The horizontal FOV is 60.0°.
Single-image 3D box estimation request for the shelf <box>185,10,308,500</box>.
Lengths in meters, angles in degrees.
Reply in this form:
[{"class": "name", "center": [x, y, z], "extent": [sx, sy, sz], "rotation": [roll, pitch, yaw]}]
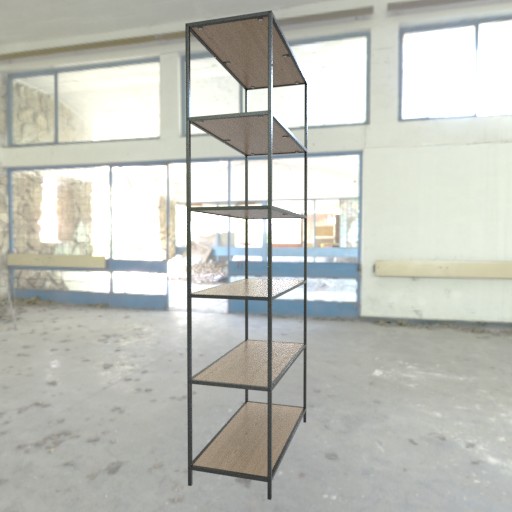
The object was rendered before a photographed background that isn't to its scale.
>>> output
[{"class": "shelf", "center": [0.000, 0.000, 2.092], "extent": [0.350, 1.850, 0.770], "rotation": [1, 2, 17]}]
